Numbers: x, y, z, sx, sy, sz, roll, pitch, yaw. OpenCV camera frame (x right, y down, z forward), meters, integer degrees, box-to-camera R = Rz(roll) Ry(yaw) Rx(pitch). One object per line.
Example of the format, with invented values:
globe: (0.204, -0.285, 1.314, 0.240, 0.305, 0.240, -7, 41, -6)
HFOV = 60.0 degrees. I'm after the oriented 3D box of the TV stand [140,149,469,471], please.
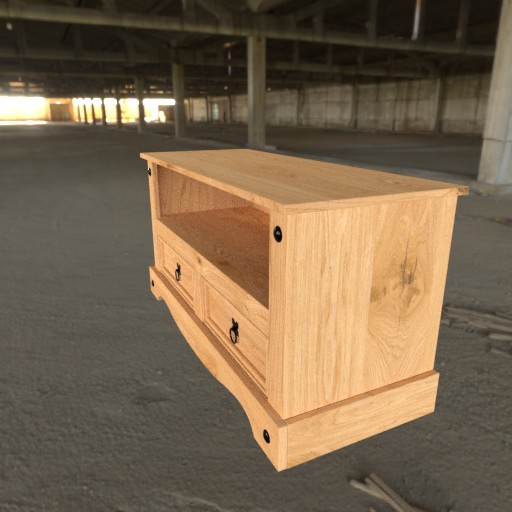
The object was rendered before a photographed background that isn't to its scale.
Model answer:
TV stand: (0.000, 0.000, 1.358, 0.440, 0.550, 1.080, -9, 20, -25)
